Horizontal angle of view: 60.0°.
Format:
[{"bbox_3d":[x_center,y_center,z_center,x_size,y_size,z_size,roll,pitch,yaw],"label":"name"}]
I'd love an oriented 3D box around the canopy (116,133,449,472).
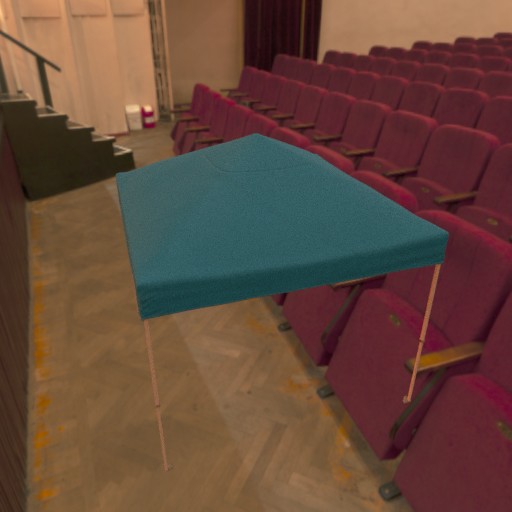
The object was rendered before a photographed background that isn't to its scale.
[{"bbox_3d":[0.000,0.000,5.475,2.996,2.997,2.998,-9,30,-16],"label":"canopy"}]
